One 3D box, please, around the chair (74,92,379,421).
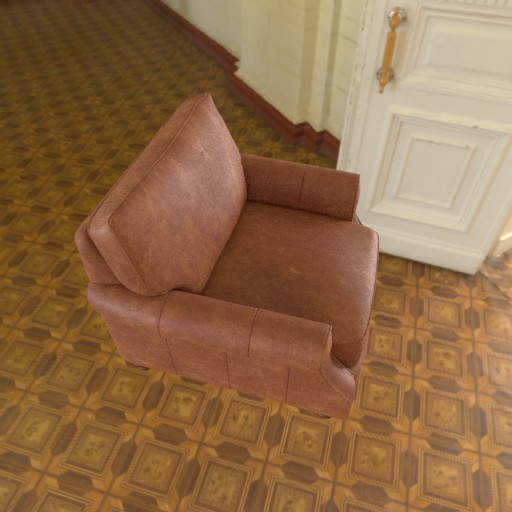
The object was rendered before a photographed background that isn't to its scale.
[{"bbox_3d":[0.000,0.000,1.773,0.986,0.962,0.983,11,48,11],"label":"chair"}]
